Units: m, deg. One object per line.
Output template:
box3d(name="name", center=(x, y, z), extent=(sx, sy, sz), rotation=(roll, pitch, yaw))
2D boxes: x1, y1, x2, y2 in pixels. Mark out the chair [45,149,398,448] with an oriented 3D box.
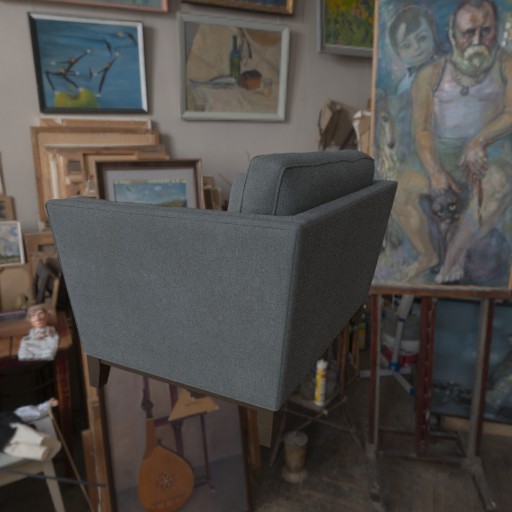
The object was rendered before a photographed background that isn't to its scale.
box3d(name="chair", center=(0.000, 0.000, 2.014), extent=(0.965, 0.942, 1.396), rotation=(8, 17, 26))
